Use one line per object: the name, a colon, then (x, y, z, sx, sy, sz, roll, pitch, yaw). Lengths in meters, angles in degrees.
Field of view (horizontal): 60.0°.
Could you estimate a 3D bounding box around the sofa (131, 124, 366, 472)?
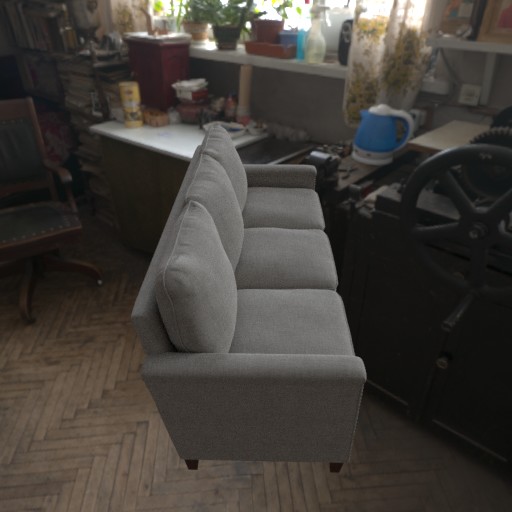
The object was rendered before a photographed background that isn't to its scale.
sofa: (0.000, 0.000, 2.380, 0.828, 0.959, 1.925, 1, 33, 1)
